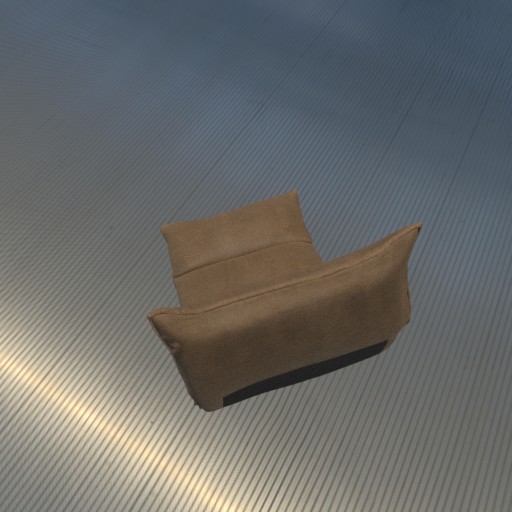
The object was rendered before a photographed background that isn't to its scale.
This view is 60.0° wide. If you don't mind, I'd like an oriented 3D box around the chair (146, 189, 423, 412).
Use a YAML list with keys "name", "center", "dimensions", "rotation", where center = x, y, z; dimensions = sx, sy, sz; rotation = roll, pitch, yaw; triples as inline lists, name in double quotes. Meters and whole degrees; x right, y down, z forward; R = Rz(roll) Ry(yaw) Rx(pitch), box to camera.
- name: "chair"
  center: [0.000, 0.000, 1.591]
  dimensions: [0.714, 0.892, 0.985]
  rotation: [-14, 60, -8]
